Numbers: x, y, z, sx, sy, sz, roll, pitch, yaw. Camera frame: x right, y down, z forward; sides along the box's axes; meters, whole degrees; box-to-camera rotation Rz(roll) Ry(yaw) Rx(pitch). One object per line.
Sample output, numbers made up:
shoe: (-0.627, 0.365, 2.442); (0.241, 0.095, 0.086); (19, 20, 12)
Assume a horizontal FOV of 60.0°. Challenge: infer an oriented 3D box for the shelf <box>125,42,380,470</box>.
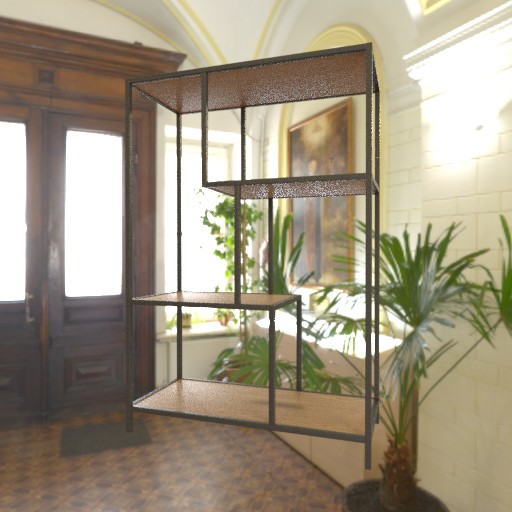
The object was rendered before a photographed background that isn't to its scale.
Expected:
shelf: (0.000, 0.000, 1.469); (0.770, 1.138, 0.350); (0, 1, 19)
